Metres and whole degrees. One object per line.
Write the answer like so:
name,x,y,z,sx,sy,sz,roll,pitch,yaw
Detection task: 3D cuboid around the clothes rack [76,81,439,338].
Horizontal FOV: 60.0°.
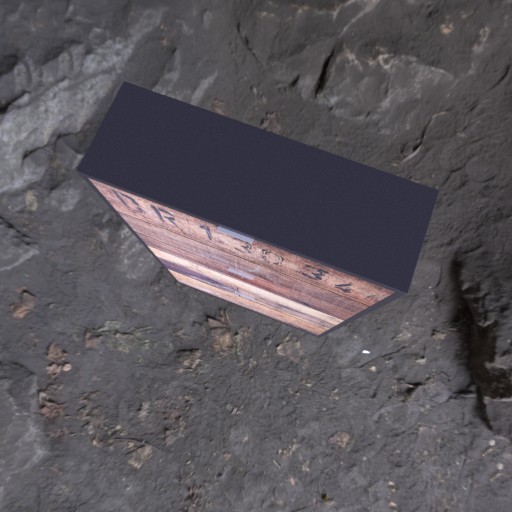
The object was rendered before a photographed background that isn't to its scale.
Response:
clothes rack,0.000,0.000,1.578,0.750,1.280,0.250,21,77,5
